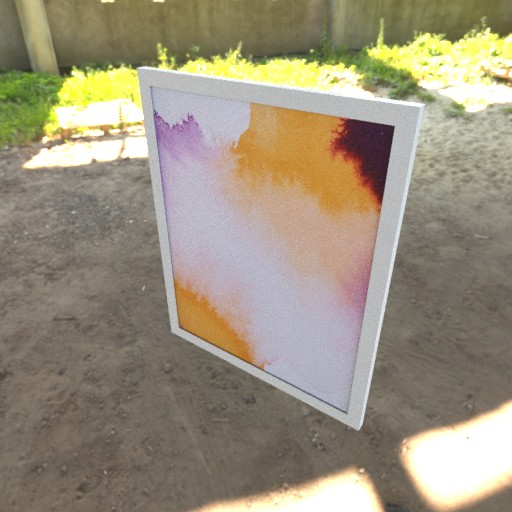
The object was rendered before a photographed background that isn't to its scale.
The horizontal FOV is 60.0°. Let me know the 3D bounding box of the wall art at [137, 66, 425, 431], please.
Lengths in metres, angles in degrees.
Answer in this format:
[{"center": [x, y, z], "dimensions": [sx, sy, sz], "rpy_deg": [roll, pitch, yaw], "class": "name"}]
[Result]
[{"center": [0.000, 0.000, 1.096], "dimensions": [0.661, 0.811, 0.026], "rpy_deg": [20, 37, 29], "class": "wall art"}]
